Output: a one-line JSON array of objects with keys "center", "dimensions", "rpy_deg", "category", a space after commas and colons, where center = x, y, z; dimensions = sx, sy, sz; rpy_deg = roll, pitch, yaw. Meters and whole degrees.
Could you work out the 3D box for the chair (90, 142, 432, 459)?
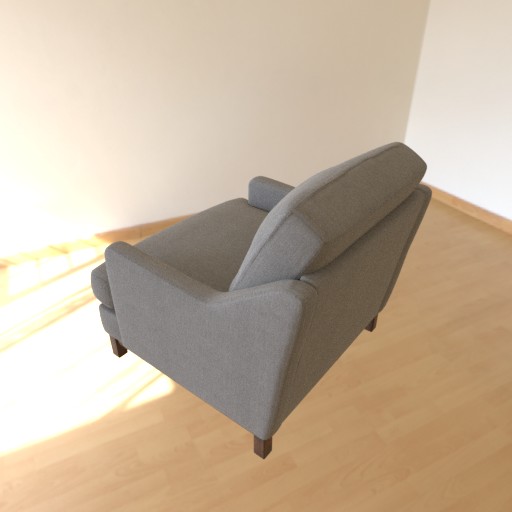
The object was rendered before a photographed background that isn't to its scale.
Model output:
[{"center": [0.000, 0.000, 1.564], "dimensions": [0.892, 0.821, 0.826], "rpy_deg": [22, 37, 32], "category": "chair"}]
